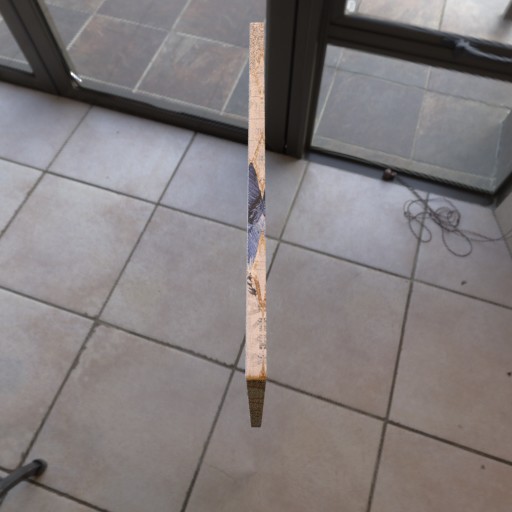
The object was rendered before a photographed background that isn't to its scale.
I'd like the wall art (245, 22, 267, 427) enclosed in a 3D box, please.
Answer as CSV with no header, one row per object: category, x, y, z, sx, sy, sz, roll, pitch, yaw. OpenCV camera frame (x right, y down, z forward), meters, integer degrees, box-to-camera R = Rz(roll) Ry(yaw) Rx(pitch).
wall art,0.000,0.000,1.363,0.039,0.914,0.912,0,64,0
